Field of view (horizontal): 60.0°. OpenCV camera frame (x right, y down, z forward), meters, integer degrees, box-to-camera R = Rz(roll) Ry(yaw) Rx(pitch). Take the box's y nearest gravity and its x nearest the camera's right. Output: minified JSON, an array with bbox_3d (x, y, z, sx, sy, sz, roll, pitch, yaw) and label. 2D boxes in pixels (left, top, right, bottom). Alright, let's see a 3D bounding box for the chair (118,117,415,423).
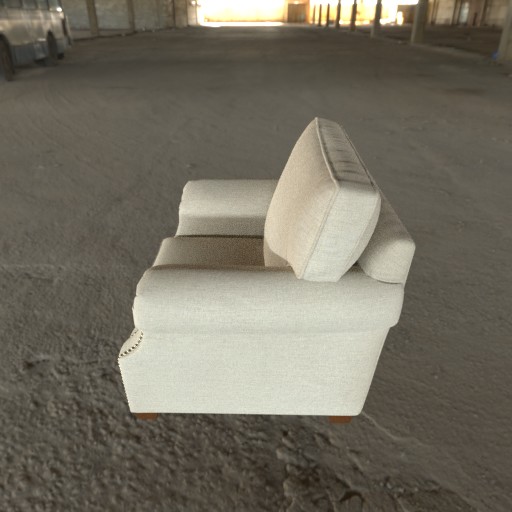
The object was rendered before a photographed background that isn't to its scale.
[{"bbox_3d":[0.000,0.000,1.848,0.965,0.961,1.092,1,29,1],"label":"chair"}]
